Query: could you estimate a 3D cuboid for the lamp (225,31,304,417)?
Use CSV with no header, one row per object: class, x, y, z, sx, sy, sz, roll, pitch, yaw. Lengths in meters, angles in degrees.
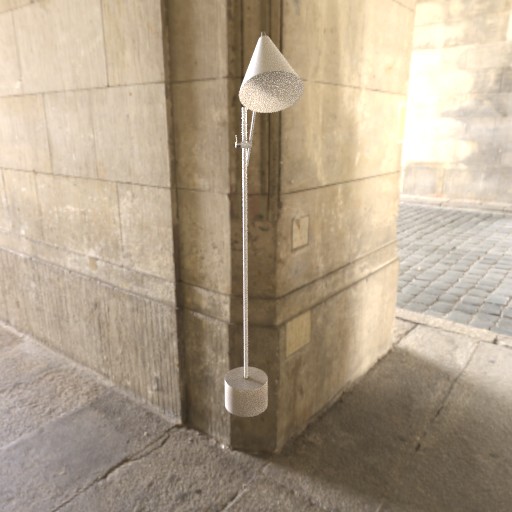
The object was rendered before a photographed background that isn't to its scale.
lamp,0.000,0.000,1.579,0.223,1.430,0.508,-2,16,-8
